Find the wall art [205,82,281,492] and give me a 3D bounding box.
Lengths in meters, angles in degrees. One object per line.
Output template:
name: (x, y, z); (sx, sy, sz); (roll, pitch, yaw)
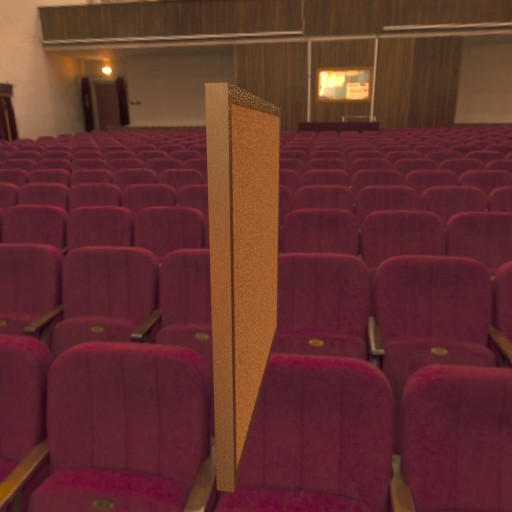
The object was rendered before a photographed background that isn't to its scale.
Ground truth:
wall art: (0.000, 0.000, 1.148); (0.036, 0.765, 0.767); (2, 16, 9)
